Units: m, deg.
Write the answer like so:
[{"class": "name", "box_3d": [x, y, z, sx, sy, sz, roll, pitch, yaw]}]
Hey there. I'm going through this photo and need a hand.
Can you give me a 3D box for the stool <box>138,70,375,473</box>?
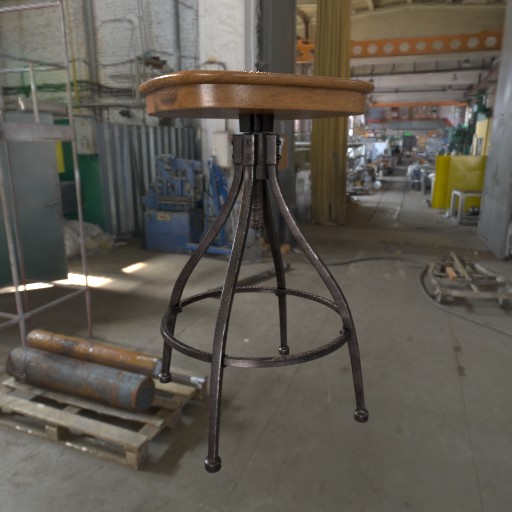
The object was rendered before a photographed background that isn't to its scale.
[{"class": "stool", "box_3d": [0.000, 0.000, 0.961, 0.432, 0.694, 0.424, -7, 16, -25]}]
